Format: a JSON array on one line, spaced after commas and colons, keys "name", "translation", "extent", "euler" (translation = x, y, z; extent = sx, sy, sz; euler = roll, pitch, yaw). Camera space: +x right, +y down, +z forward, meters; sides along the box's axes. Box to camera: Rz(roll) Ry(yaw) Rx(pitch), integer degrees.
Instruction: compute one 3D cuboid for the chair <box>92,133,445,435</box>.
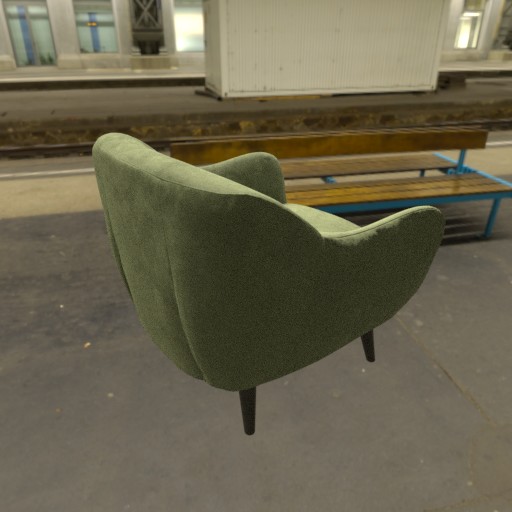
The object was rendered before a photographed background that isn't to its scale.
[{"name": "chair", "translation": [0.000, 0.000, 1.449], "extent": [0.819, 0.804, 0.840], "euler": [-19, 33, -32]}]
